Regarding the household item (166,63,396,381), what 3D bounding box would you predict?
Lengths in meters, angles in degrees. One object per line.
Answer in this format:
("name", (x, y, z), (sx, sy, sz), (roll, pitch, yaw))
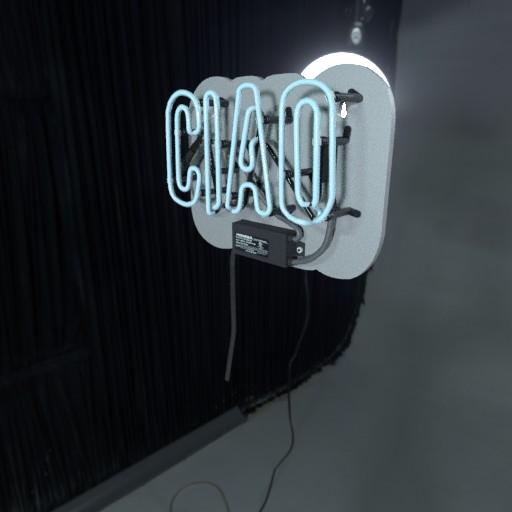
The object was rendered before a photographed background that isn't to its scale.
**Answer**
("household item", (0.000, 0.000, 0.376), (0.211, 0.294, 0.042), (16, 23, 41))
